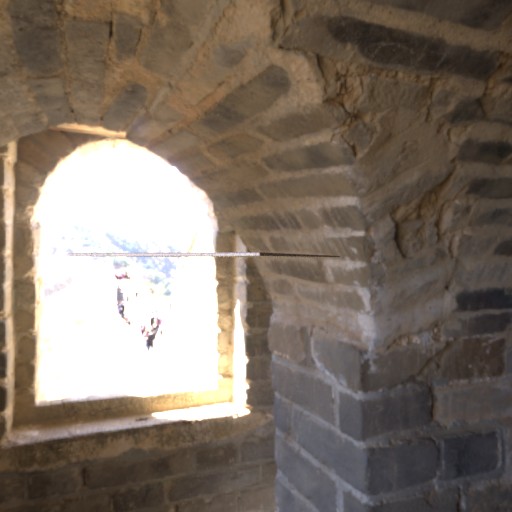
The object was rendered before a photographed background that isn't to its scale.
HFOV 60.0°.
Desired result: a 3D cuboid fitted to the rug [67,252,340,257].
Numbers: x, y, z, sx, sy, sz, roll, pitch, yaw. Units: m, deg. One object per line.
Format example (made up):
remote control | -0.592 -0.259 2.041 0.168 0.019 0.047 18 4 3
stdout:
rug | 0.000 0.000 2.746 0.775 0.012 2.452 0 0 17
